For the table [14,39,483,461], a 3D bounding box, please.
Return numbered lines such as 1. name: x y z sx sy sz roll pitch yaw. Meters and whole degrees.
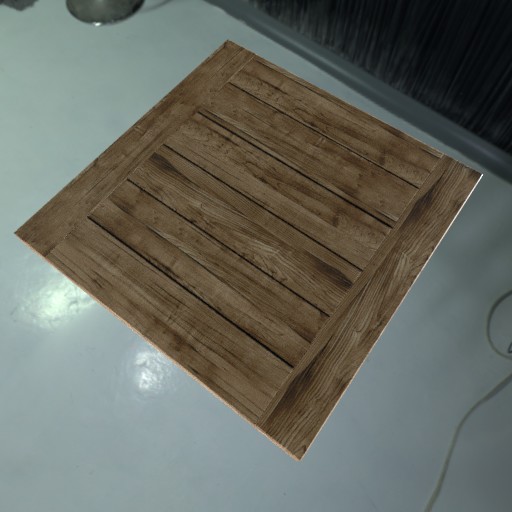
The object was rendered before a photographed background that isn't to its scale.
1. table: 0.000 0.000 1.011 0.610 0.457 0.610 34 69 15
